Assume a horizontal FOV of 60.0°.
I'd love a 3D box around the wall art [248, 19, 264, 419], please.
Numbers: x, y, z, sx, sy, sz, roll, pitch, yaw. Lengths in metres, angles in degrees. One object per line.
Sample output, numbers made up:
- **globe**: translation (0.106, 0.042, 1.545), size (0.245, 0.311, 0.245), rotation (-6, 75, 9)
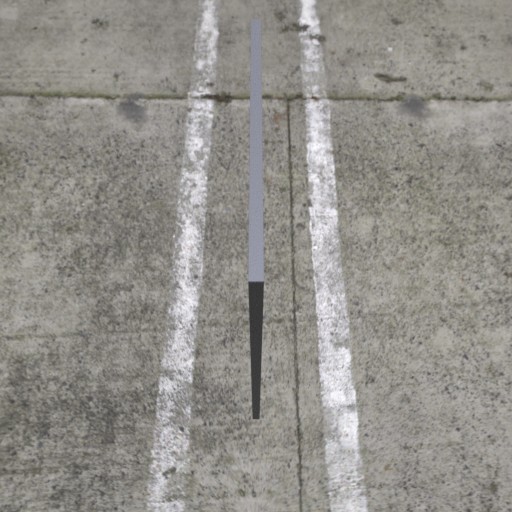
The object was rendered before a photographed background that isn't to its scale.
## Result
- **wall art**: translation (0.000, 0.000, 0.691), size (0.013, 0.534, 0.380), rotation (0, 58, 0)
